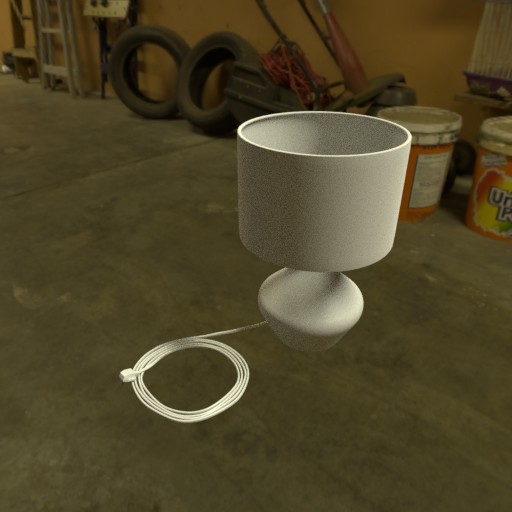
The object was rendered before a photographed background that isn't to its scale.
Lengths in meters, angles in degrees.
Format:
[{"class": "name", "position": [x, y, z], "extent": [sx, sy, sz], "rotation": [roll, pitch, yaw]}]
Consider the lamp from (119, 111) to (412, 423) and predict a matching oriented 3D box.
[{"class": "lamp", "position": [0.000, 0.000, 0.858], "extent": [0.546, 0.457, 0.401], "rotation": [-1, 30, -2]}]
